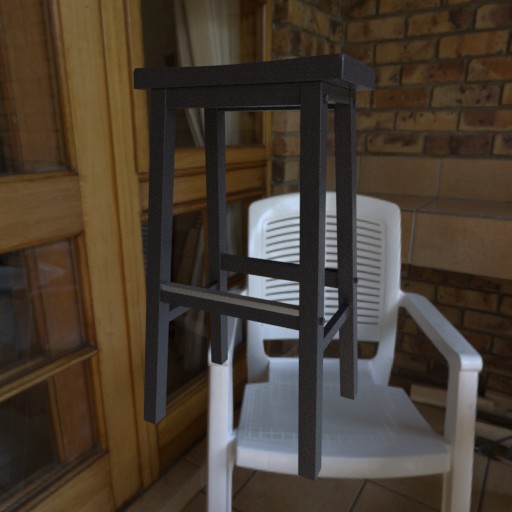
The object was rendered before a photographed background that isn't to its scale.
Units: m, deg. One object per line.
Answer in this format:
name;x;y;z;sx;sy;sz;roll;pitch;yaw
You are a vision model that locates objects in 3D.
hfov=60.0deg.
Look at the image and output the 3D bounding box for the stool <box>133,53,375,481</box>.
stool;0.000;0.000;0.948;0.406;0.742;0.322;8;18;25
